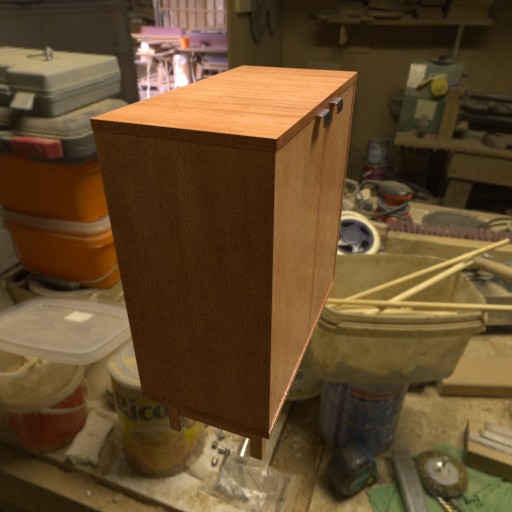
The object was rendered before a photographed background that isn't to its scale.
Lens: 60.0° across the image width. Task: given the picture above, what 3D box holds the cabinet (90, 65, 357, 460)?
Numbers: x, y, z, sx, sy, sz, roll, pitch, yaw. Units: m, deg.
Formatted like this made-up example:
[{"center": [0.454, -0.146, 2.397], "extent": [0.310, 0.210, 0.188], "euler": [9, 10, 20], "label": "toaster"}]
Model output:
[{"center": [0.000, 0.000, 1.405], "extent": [0.419, 1.001, 0.800], "euler": [11, 33, 18], "label": "cabinet"}]
